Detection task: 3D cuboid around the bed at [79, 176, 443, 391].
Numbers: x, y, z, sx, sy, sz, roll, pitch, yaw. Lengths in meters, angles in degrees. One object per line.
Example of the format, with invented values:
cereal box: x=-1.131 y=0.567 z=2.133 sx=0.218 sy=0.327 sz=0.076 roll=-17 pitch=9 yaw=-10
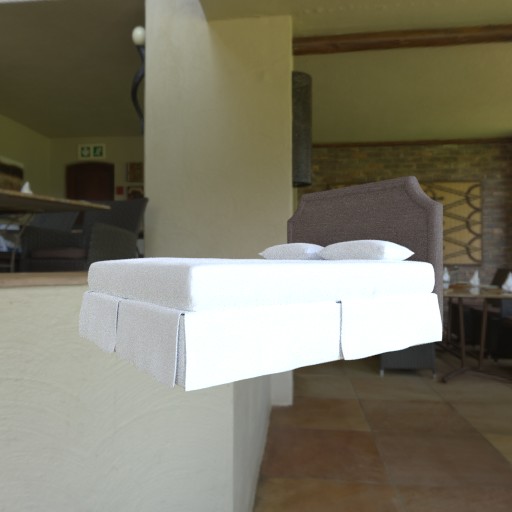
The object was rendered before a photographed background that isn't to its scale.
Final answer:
bed: x=0.000 y=0.000 z=4.248 sx=2.773 sy=1.590 sz=2.350 roll=0 pitch=0 yaw=-36
